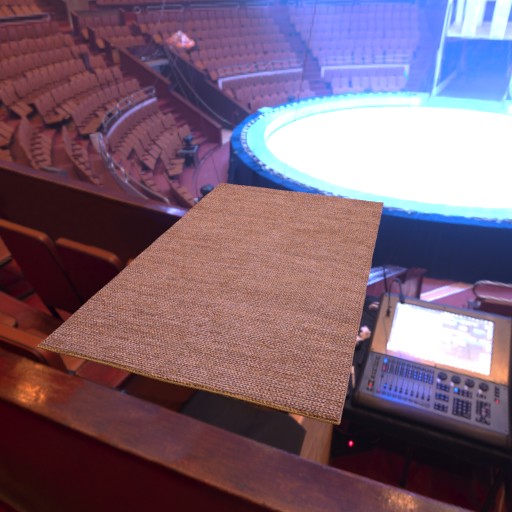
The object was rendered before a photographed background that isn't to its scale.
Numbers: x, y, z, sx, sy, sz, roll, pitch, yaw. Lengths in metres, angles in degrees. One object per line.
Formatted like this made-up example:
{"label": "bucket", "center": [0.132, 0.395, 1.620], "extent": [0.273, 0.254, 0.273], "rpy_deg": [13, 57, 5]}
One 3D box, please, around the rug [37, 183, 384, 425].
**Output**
{"label": "rug", "center": [0.000, 0.000, 3.021], "extent": [1.521, 0.034, 2.438], "rpy_deg": [9, 31, 16]}
